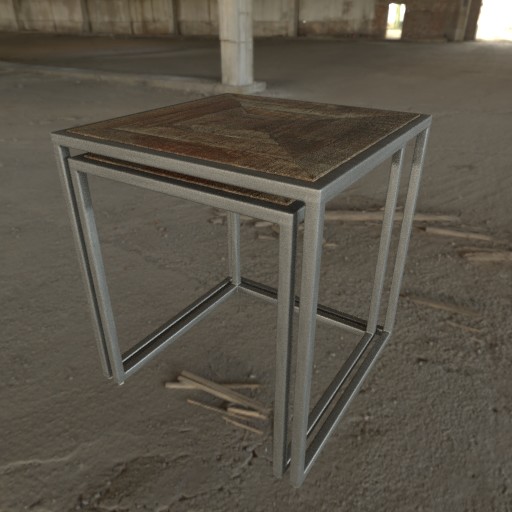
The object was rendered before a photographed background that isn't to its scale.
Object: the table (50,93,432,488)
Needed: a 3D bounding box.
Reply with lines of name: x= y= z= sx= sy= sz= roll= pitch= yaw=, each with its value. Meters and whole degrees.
table: x=0.000 y=0.000 z=0.842 sx=0.450 sy=0.500 sz=0.449 roll=17 pitch=33 yaw=29
